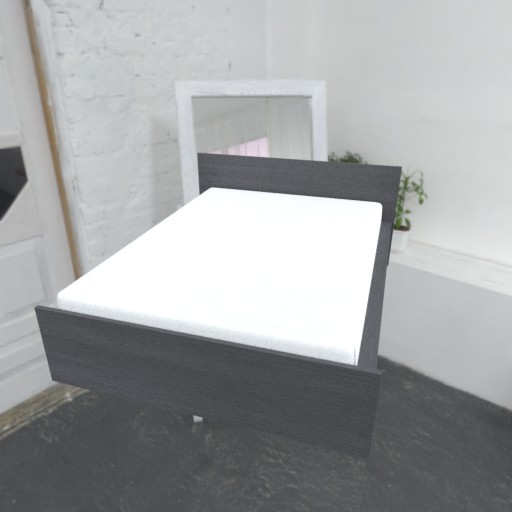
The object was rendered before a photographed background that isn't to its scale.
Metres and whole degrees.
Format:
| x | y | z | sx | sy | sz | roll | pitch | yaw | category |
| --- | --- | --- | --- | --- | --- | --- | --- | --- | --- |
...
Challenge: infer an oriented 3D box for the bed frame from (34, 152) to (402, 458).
| x | y | z | sx | sy | sz | roll | pitch | yaw | category |
| --- | --- | --- | --- | --- | --- | --- | --- | --- | --- |
| 0.000 | 0.000 | 2.780 | 1.622 | 0.800 | 1.960 | 8 | 26 | 16 | bed frame |
